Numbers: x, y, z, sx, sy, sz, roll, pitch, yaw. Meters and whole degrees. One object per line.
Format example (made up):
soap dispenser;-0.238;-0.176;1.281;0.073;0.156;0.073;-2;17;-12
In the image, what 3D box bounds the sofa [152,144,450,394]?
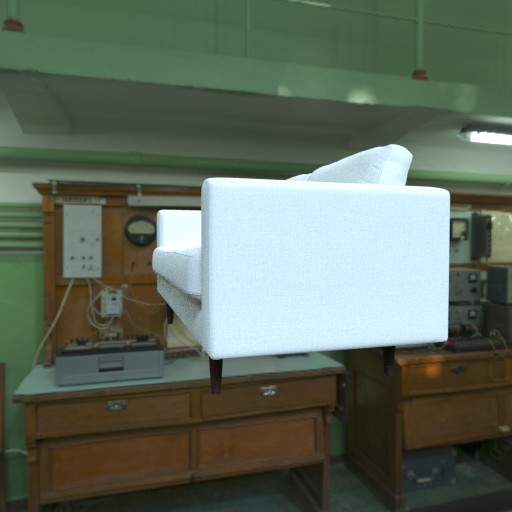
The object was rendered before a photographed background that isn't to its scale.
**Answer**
sofa;0.000;0.000;2.257;0.940;0.893;1.713;-1;2;-17
